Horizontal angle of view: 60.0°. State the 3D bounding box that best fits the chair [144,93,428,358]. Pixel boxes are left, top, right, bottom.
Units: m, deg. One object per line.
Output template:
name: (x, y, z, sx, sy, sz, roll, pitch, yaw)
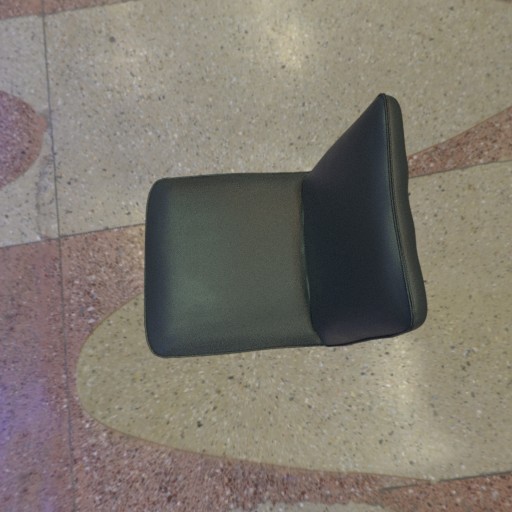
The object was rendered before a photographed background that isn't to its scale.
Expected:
chair: (0.000, 0.000, 1.220, 0.645, 0.801, 0.543, -7, 77, -2)
